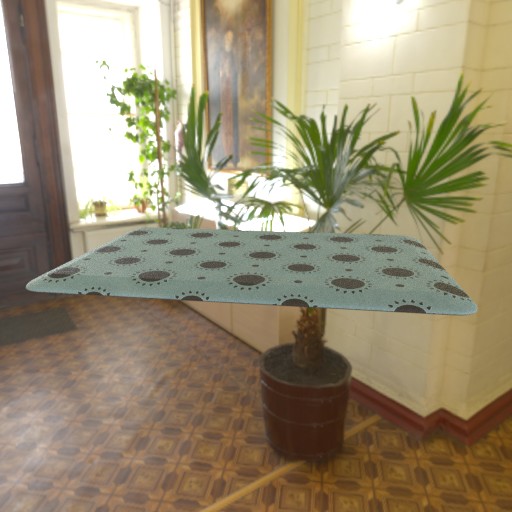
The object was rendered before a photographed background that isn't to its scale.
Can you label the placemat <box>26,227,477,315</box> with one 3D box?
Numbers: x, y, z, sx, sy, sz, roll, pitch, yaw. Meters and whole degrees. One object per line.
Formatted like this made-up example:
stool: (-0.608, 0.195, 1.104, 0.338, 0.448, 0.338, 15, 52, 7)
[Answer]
placemat: (0.000, 0.000, 0.951, 0.762, 0.021, 0.508, 2, 16, 8)
